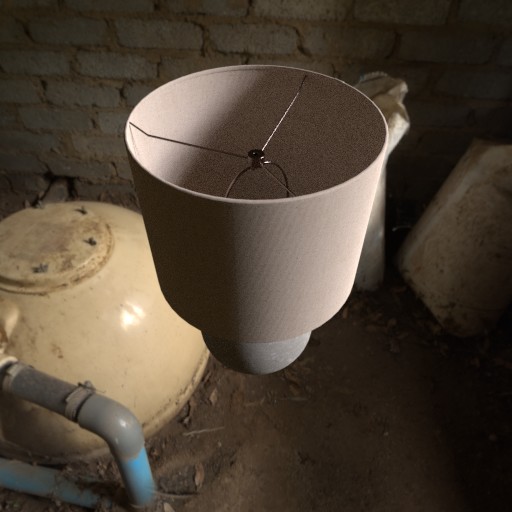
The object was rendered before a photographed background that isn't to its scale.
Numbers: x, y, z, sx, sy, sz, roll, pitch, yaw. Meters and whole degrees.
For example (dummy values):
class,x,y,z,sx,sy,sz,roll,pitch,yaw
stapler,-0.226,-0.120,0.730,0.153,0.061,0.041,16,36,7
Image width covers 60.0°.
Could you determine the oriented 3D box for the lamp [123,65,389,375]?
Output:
class,x,y,z,sx,sy,sz,roll,pitch,yaw
lamp,0.000,0.000,0.606,0.269,0.409,0.269,-24,51,-21
